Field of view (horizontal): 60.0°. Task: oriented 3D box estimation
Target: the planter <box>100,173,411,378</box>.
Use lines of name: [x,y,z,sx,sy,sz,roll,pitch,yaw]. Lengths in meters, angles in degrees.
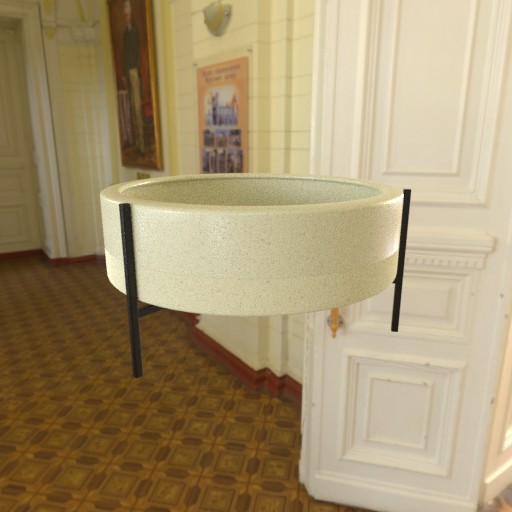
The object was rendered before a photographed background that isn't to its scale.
planter: [0.000,0.000,0.536,0.345,0.171,0.336,3,16,10]
